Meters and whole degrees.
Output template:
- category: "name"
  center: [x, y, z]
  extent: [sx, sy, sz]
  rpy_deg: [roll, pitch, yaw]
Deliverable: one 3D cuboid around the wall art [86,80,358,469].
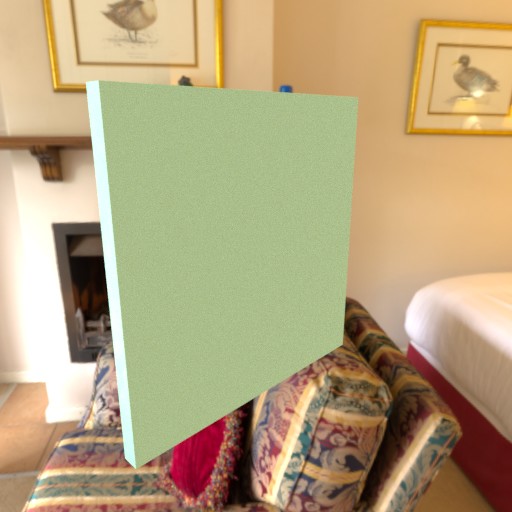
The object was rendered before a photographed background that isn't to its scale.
- category: "wall art"
  center: [0.000, 0.000, 0.865]
  extent: [0.036, 0.603, 0.603]
  rpy_deg: [16, 23, 42]
